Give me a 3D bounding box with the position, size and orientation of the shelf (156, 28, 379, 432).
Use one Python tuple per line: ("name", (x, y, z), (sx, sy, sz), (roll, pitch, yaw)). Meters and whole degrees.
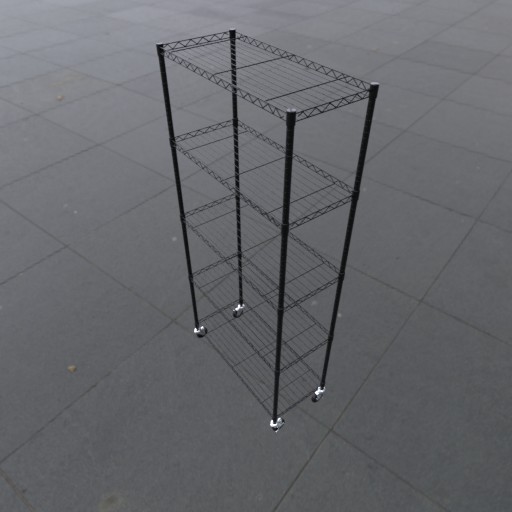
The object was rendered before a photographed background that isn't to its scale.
("shelf", (0.000, 0.000, 1.952), (0.356, 1.645, 0.762), (-26, 47, -27))
